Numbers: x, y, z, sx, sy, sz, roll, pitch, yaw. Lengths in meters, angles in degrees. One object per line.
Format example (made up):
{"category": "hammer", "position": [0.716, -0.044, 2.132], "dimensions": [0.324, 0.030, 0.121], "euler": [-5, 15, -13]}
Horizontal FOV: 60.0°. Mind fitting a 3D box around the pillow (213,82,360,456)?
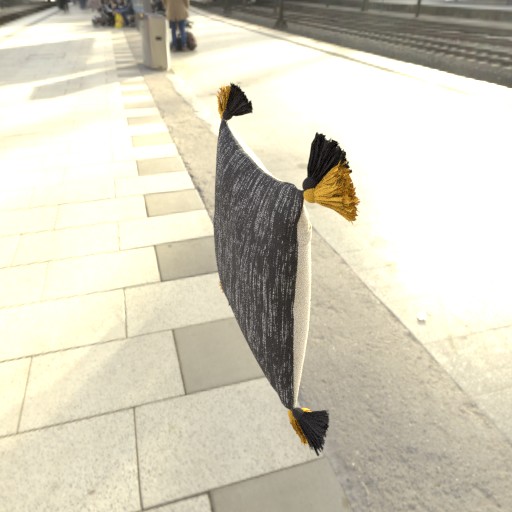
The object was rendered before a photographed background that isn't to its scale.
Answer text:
{"category": "pillow", "position": [0.000, 0.000, 0.979], "dimensions": [0.139, 0.659, 0.654], "euler": [-10, 33, -16]}
